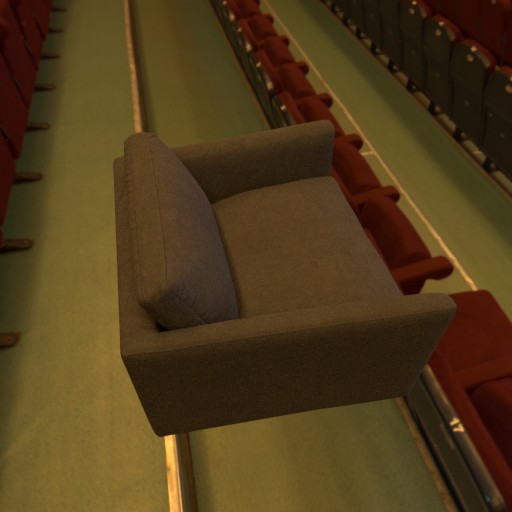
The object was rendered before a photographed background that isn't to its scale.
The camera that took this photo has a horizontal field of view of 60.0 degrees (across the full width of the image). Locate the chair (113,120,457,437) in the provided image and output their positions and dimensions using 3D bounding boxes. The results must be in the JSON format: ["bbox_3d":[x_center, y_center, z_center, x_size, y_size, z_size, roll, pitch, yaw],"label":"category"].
[{"bbox_3d":[0.000,0.000,1.889,1.091,0.845,1.190,-10,48,-9],"label":"chair"}]
